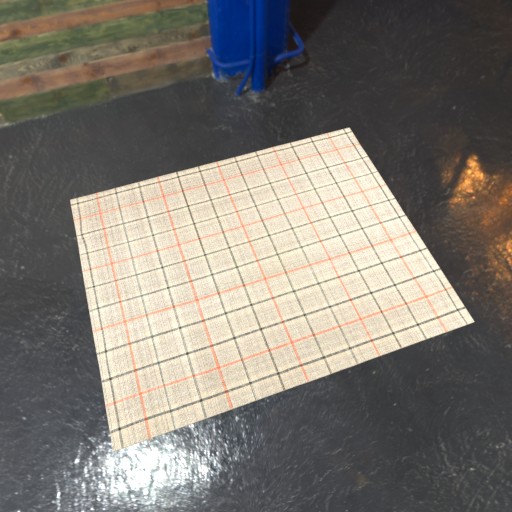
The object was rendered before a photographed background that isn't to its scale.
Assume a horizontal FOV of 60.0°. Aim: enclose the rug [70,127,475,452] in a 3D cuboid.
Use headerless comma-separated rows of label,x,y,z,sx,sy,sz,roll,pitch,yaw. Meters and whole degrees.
rug,0.000,0.000,4.063,3.048,0.012,2.444,-17,61,-10
